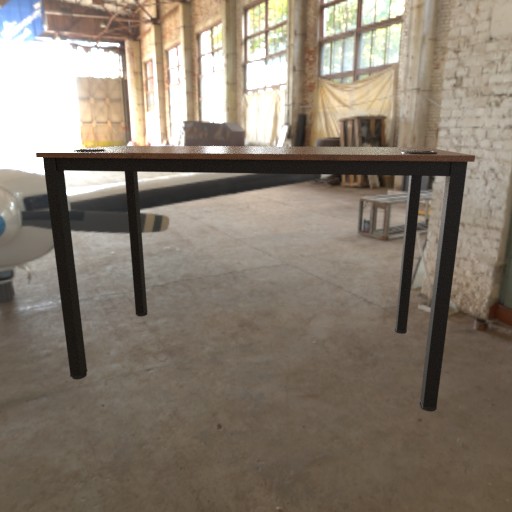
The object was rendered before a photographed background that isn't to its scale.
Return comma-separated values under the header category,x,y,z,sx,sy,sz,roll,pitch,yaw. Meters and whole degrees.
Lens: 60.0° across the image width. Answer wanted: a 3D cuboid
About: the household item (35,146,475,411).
category,x,y,z,sx,sy,sz,roll,pitch,yaw
household item,0.000,0.000,1.578,1.200,0.750,0.600,2,16,9
